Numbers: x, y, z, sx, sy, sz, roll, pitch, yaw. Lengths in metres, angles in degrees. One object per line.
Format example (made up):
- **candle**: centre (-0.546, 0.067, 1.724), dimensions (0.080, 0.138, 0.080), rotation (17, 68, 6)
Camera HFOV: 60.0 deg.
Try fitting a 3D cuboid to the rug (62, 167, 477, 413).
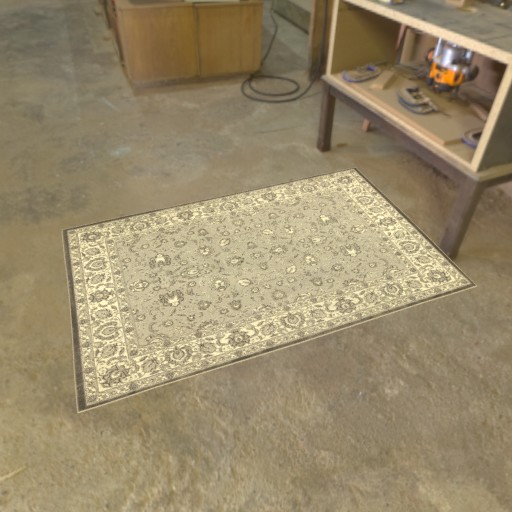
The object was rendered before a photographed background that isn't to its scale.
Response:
- **rug**: centre (0.000, 0.000, 3.009), dimensions (2.438, 0.011, 1.524), rotation (-14, 44, -15)
